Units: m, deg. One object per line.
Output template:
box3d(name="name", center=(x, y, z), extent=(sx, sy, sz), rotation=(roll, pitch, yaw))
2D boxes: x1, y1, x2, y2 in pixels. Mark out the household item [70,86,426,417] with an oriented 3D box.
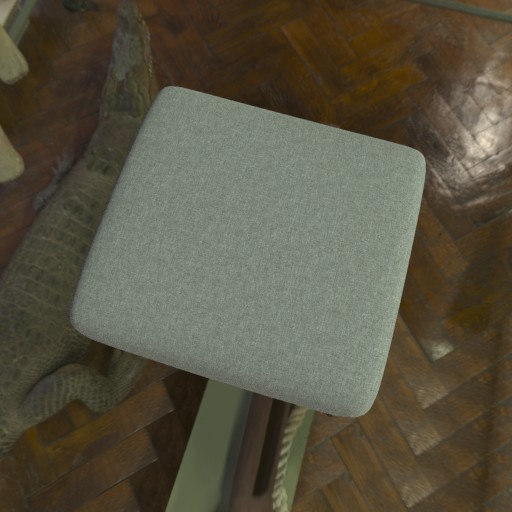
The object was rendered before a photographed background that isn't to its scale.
box3d(name="household item", center=(0.000, 0.000, 0.909), extent=(0.530, 0.410, 0.530), rotation=(16, 75, 4))
